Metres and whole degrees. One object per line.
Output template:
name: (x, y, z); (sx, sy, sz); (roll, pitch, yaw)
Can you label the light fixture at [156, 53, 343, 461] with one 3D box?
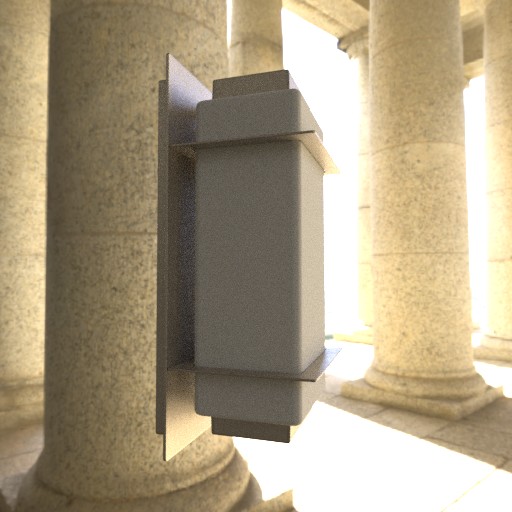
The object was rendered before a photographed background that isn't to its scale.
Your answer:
light fixture: (0.000, 0.000, 0.472); (0.160, 0.380, 0.168); (-1, -2, 18)
